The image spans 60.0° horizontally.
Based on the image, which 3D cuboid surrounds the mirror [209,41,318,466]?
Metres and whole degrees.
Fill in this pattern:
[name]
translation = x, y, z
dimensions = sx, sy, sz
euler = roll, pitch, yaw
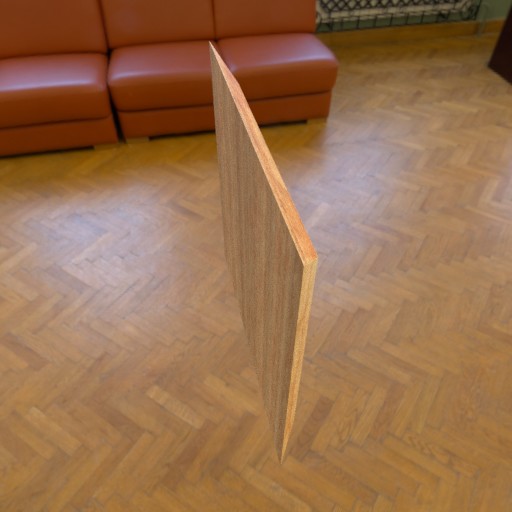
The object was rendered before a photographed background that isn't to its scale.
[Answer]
[mirror]
translation = 0.000, 0.000, 0.950
dimensions = 0.047, 0.651, 0.651
euler = -10, 47, -9
